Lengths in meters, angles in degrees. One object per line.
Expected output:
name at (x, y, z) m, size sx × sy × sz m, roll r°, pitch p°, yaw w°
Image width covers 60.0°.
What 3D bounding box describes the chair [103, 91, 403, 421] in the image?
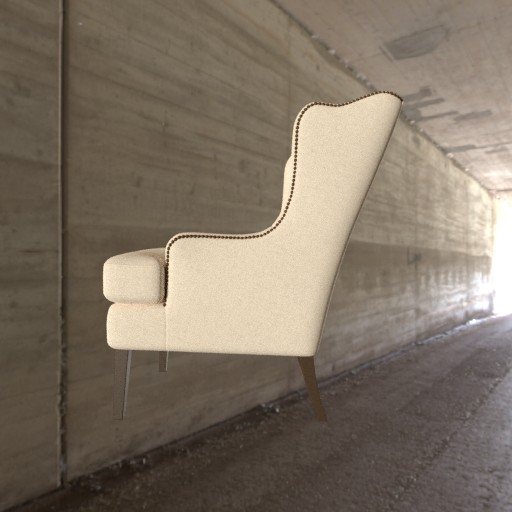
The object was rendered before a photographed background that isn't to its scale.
chair at (0.000, 0.000, 1.691) m, size 0.940 × 1.029 × 0.737 m, roll 0°, pitch -1°, yaw 1°
